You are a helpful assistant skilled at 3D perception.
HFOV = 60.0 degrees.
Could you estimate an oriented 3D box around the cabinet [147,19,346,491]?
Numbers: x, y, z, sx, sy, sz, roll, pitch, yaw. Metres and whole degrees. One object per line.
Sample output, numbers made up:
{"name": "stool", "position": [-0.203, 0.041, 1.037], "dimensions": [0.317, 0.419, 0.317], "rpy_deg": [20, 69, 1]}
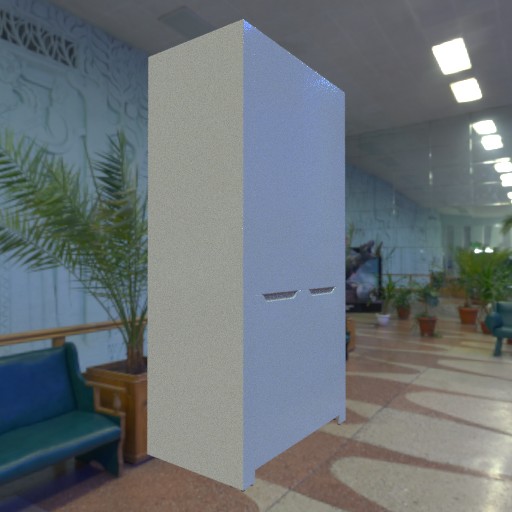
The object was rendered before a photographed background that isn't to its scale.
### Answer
{"name": "cabinet", "position": [0.000, 0.000, 2.364], "dimensions": [0.580, 1.920, 0.980], "rpy_deg": [0, -1, 36]}
